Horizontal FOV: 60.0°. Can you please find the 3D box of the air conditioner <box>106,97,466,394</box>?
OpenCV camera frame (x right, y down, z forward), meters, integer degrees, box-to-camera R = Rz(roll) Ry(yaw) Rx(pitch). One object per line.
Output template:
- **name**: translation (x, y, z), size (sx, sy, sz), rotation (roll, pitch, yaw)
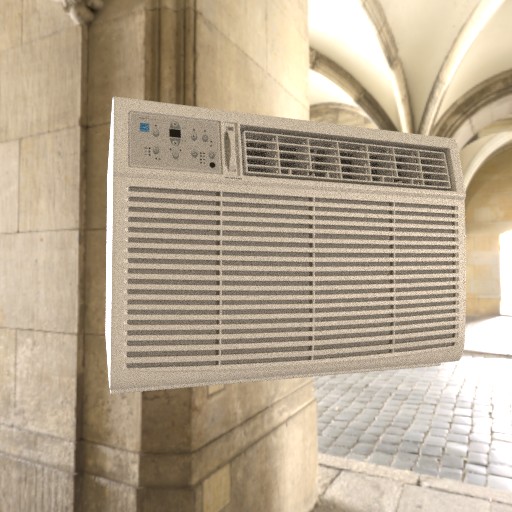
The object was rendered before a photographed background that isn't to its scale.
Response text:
- **air conditioner**: translation (0.000, 0.000, 1.017), size (0.645, 0.455, 0.599), rotation (1, -2, -19)
